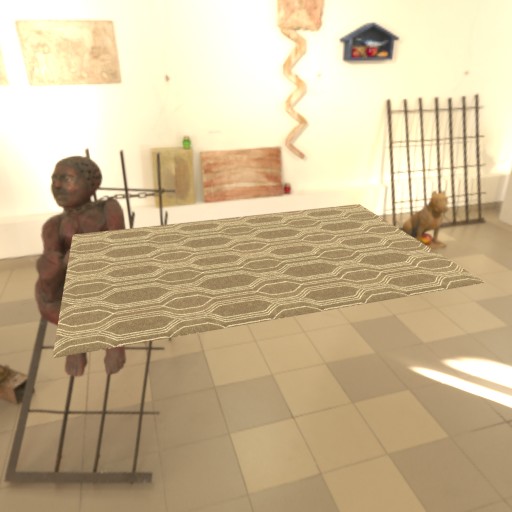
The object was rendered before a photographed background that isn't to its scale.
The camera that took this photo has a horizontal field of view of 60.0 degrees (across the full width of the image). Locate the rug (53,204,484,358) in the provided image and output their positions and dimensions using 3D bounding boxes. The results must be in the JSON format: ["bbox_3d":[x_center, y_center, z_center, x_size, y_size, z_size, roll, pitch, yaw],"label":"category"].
[{"bbox_3d":[0.000,0.000,3.052,2.457,0.012,1.541,-8,26,-15],"label":"rug"}]
